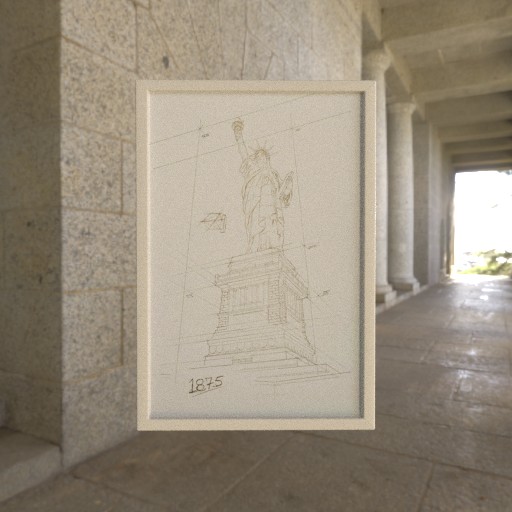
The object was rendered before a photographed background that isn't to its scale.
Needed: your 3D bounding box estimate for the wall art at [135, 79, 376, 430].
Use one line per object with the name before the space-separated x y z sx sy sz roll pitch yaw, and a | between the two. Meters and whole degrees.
wall art | 0.000 0.000 1.040 0.556 0.813 0.026 0 1 -1
